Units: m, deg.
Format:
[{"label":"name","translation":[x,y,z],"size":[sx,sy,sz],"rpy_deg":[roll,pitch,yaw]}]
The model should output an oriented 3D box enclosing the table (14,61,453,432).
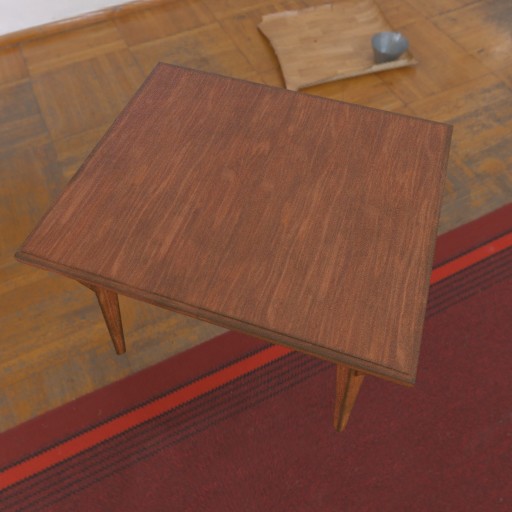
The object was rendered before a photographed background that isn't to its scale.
[{"label":"table","translation":[0.000,0.000,1.544],"size":[0.991,0.761,0.838],"rpy_deg":[16,59,10]}]
